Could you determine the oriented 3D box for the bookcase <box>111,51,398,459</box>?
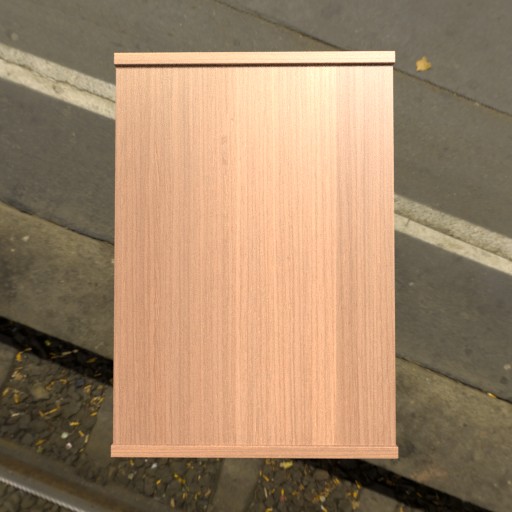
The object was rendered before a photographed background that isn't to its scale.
[{"bbox_3d":[0.000,0.000,0.605,0.290,0.305,0.415,0,89,1],"label":"bookcase"}]
